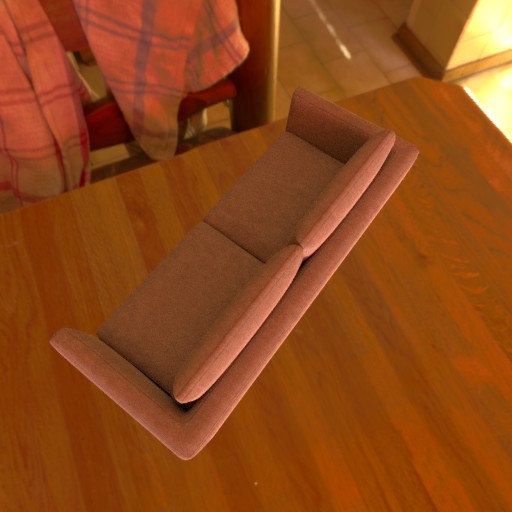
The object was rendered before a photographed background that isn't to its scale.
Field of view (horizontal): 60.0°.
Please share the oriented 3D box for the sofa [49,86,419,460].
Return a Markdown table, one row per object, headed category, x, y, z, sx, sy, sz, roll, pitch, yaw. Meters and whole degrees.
| category | x | y | z | sx | sy | sz | roll | pitch | yaw |
| --- | --- | --- | --- | --- | --- | --- | --- | --- | --- |
| sofa | 0.000 | 0.000 | 2.575 | 0.889 | 0.864 | 2.121 | 34 | 68 | 16 |
